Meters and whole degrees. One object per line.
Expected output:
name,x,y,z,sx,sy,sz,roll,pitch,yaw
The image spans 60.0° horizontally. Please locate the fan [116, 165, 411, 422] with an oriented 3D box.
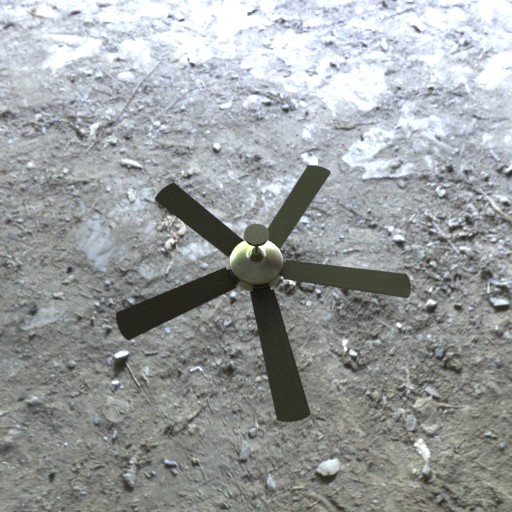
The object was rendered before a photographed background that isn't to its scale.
fan,0.000,0.000,1.991,1.321,0.356,1.321,-33,64,-18
